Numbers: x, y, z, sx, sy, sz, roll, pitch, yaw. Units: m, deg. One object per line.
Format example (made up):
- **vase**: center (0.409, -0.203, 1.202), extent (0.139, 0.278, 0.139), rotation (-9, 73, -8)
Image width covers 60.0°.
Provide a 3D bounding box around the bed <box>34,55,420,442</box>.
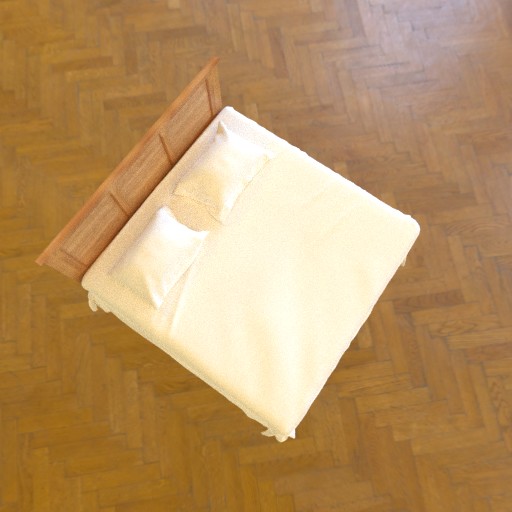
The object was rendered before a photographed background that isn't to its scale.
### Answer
- **bed**: center (0.000, 0.000, 3.611), extent (2.215, 1.270, 2.317), rotation (34, 77, 9)
